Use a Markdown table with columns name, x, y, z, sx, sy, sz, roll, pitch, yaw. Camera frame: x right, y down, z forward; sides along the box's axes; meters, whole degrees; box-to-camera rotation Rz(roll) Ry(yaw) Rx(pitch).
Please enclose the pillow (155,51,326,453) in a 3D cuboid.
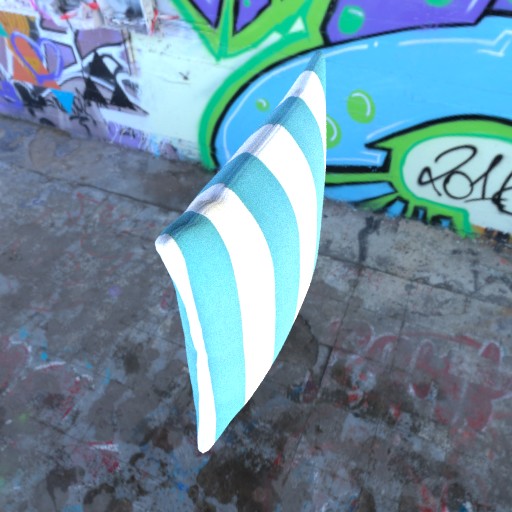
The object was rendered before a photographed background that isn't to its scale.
| name | x | y | z | sx | sy | sz | roll | pitch | yaw |
| --- | --- | --- | --- | --- | --- | --- | --- | --- | --- |
| pillow | 0.000 | 0.000 | 0.789 | 0.189 | 0.526 | 0.536 | 17 | 49 | 15 |
